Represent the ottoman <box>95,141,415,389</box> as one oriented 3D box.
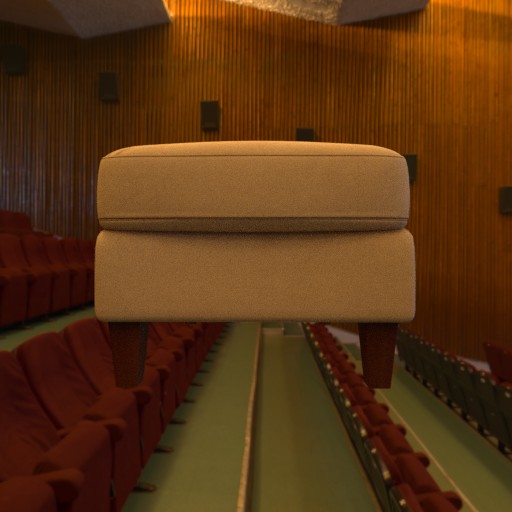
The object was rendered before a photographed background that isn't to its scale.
[{"bbox_3d":[0.000,0.000,1.202,0.584,0.483,0.864,0,0,1],"label":"ottoman"}]
